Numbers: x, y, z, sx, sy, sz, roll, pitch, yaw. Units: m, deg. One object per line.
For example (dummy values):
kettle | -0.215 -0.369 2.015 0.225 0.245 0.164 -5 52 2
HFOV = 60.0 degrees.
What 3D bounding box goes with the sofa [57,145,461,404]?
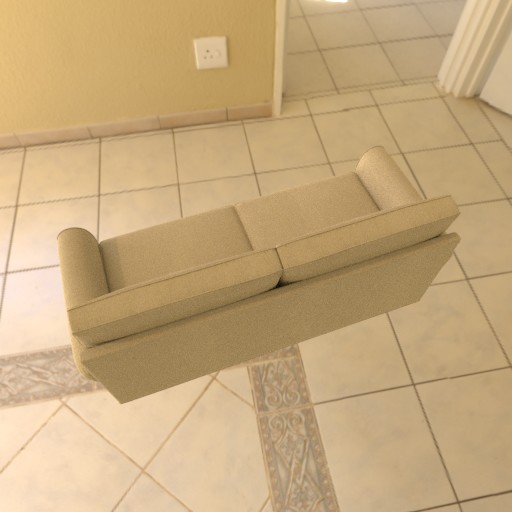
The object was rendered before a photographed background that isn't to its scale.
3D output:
sofa | 0.000 0.000 2.625 2.146 0.962 0.901 -17 59 -11
